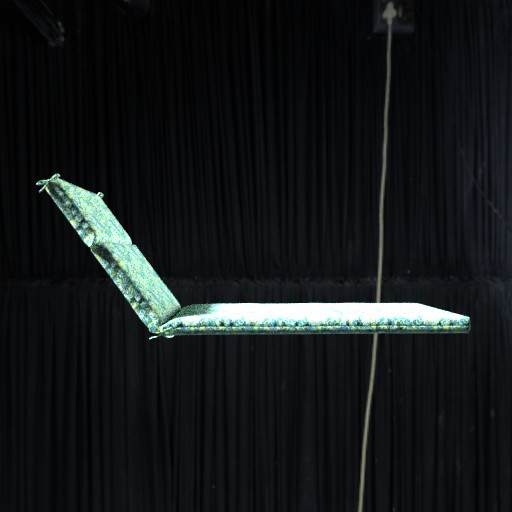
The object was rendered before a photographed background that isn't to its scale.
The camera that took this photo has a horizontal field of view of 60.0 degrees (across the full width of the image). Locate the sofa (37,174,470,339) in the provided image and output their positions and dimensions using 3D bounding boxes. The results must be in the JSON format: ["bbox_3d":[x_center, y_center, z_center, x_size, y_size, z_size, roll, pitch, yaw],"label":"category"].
[{"bbox_3d":[0.000,0.000,1.946,1.663,0.622,0.582,0,0,-2],"label":"sofa"}]
